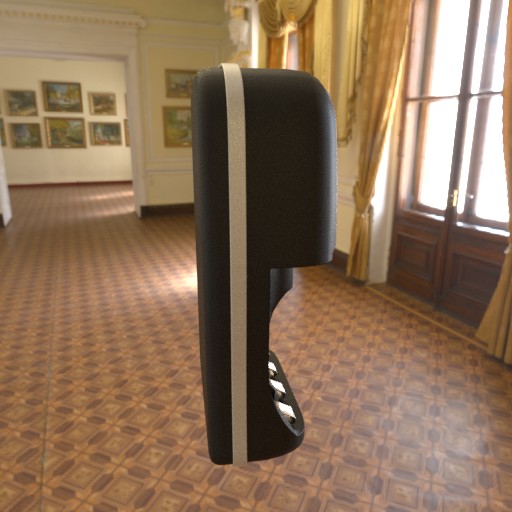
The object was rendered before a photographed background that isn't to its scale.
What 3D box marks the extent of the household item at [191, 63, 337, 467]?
[{"bbox_3d":[0.000,0.000,0.148,0.038,0.114,0.070,-3,16,-9],"label":"household item"}]
